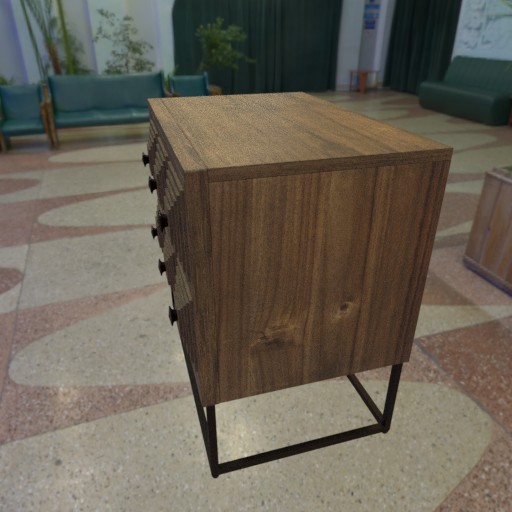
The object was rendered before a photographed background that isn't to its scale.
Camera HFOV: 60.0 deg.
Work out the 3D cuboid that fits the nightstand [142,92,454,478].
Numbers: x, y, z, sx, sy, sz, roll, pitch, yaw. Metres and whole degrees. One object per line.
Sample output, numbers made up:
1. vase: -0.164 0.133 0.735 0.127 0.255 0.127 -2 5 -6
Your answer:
1. nightstand: 0.000 0.000 1.006 0.437 0.610 0.610 -8 29 -15
